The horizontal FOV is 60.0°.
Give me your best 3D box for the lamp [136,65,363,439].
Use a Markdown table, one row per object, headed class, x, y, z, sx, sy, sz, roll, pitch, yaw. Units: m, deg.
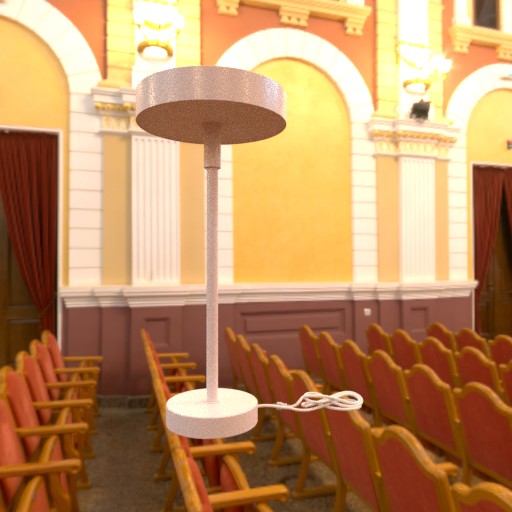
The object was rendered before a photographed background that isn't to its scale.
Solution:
| class | x | y | z | sx | sy | sz | roll | pitch | yaw |
| --- | --- | --- | --- | --- | --- | --- | --- | --- | --- |
| lamp | 0.000 | 0.000 | 0.704 | 0.369 | 0.508 | 0.229 | 0 | 0 | -17 |
